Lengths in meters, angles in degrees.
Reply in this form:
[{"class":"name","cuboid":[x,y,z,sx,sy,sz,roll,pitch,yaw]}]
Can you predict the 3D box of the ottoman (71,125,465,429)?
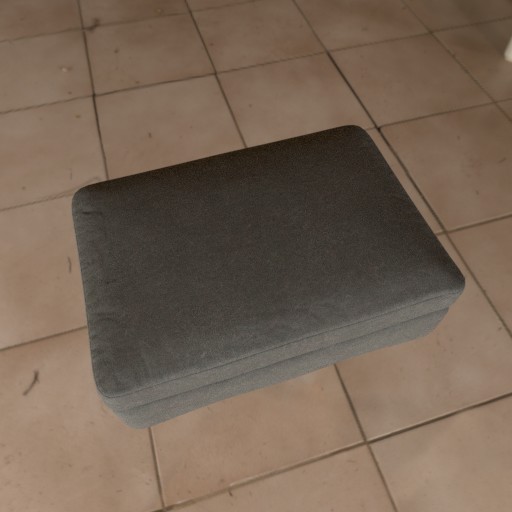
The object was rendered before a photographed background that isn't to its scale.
[{"class":"ottoman","cuboid":[0.000,0.000,1.623,1.199,0.429,0.840,-15,59,-10]}]
